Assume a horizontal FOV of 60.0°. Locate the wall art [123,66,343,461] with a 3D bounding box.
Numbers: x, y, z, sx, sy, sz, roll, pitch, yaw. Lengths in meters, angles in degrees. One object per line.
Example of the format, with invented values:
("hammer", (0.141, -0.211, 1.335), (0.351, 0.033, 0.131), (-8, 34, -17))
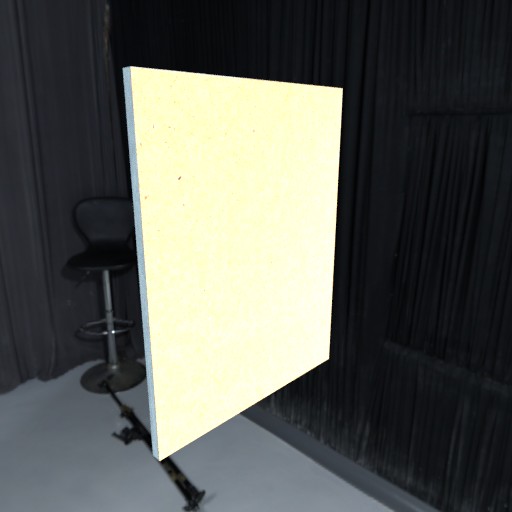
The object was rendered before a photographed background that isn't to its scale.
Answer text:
("wall art", (0.000, 0.000, 0.829), (0.020, 0.613, 0.481), (15, 22, 42))
